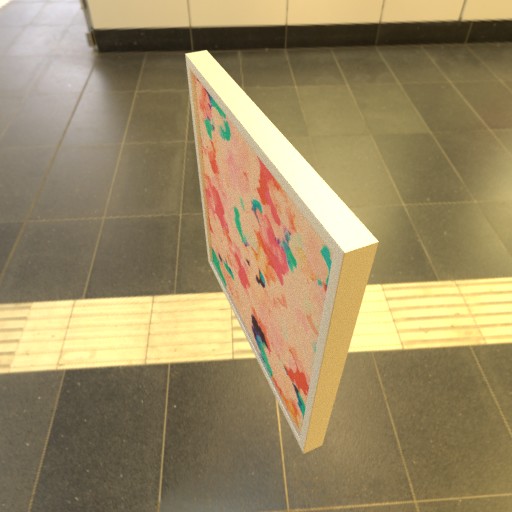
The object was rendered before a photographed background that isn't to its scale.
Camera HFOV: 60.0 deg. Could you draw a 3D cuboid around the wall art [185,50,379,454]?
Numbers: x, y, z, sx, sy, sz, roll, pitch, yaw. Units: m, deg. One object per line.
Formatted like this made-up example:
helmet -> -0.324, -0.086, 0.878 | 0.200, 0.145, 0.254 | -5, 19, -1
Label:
wall art -> 0.000, 0.000, 0.764 | 0.038, 0.505, 0.506 | -17, 48, -16
